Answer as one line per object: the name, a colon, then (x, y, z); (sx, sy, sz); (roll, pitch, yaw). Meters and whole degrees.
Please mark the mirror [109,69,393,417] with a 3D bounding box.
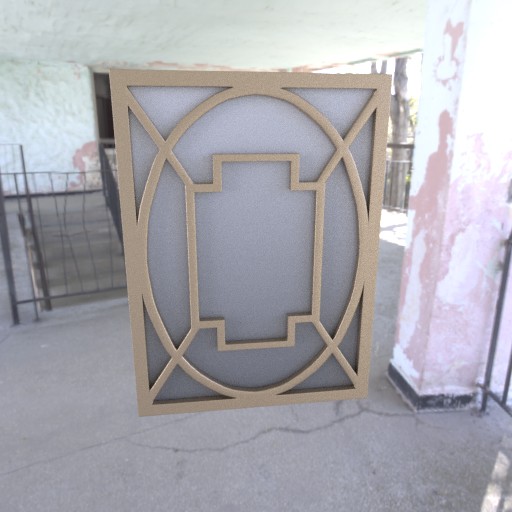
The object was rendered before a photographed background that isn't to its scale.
mirror: (0.000, 0.000, 1.328); (0.756, 1.023, 0.032); (-2, 16, -7)
